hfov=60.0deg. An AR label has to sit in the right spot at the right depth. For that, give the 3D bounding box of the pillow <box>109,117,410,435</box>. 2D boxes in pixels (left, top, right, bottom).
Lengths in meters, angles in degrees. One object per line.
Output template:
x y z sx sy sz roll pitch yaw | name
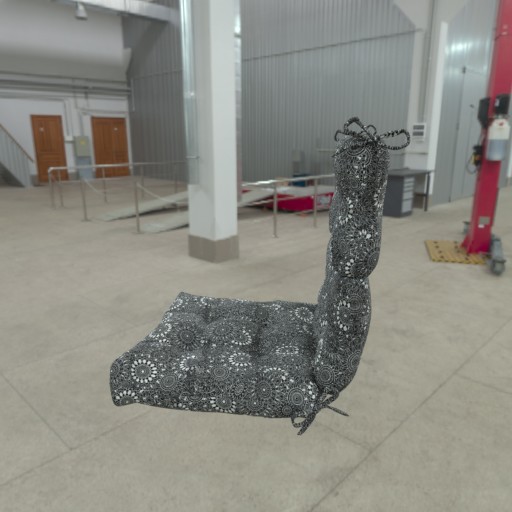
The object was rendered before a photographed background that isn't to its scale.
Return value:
0.000 0.000 1.040 0.571 0.605 0.519 2 15 8 | pillow
